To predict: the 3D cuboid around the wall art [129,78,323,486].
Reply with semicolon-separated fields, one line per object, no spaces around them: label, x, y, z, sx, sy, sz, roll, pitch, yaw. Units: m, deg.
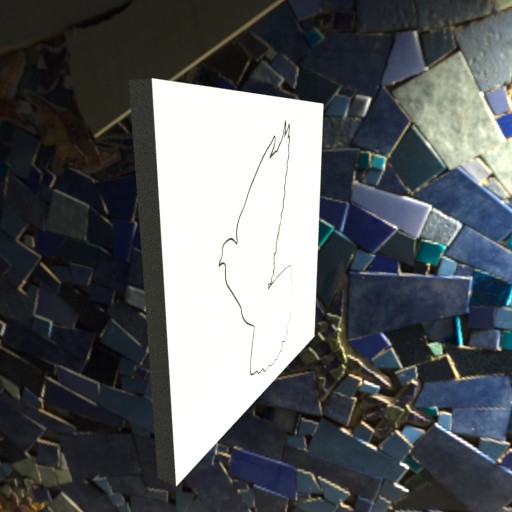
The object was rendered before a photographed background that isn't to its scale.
wall art;0.000;0.000;0.893;0.038;0.610;0.610;8;18;27
